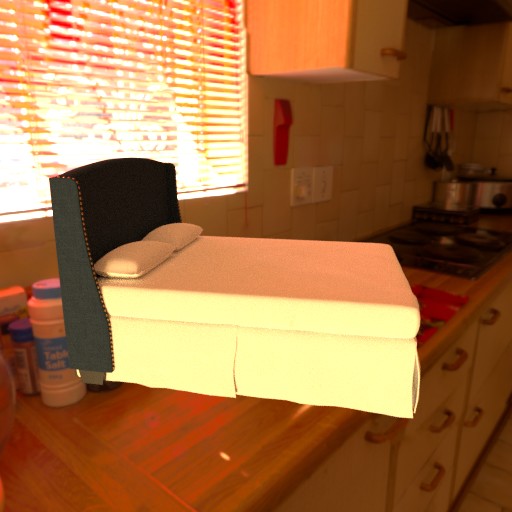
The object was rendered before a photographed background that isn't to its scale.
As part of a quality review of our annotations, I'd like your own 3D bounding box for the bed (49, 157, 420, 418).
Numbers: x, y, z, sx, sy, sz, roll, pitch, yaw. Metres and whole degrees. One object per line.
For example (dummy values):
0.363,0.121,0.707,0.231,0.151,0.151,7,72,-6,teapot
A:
0.000,0.000,3.279,2.223,1.402,1.604,3,15,10,bed
